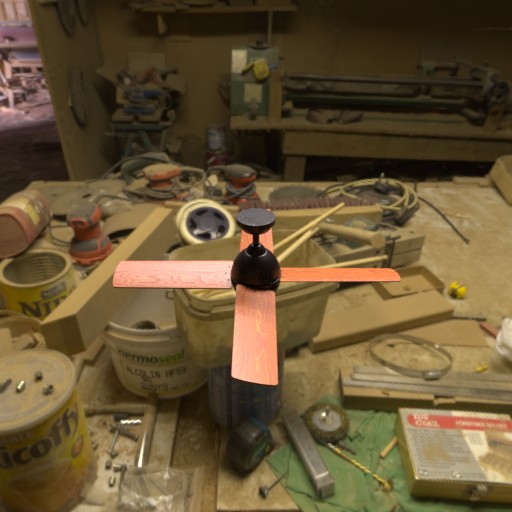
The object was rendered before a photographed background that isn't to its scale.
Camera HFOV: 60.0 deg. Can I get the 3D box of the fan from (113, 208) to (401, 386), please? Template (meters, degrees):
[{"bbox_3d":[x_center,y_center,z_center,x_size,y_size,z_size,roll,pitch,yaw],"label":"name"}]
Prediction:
[{"bbox_3d":[0.000,0.000,2.030,1.332,0.403,1.332,0,32,0],"label":"fan"}]
